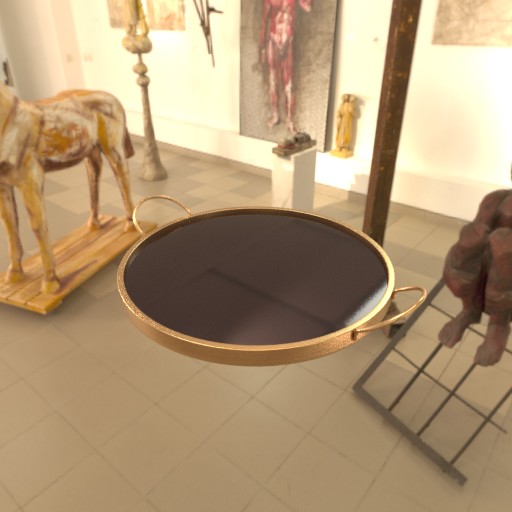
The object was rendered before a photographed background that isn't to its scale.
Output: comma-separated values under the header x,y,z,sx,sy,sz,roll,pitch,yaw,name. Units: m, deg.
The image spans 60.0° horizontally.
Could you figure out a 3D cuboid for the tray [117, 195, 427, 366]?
x,y,z,sx,sy,sz,roll,pitch,yaw,name
0.000,0.000,0.721,0.543,0.069,0.438,22,36,33,tray
